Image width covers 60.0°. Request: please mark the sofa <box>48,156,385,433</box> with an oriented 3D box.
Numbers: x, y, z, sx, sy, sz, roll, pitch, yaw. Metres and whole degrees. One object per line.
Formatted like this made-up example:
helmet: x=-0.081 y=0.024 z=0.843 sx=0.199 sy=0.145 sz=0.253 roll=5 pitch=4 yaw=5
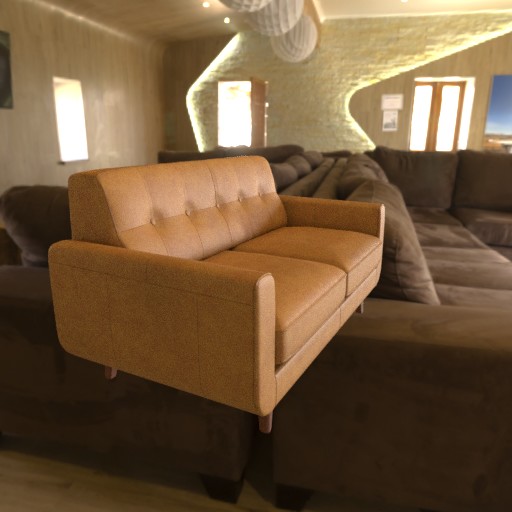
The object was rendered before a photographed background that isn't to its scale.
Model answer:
sofa: x=0.000 y=0.000 z=2.218 sx=0.952 sy=0.925 sz=1.651 roll=8 pitch=17 yaw=27
